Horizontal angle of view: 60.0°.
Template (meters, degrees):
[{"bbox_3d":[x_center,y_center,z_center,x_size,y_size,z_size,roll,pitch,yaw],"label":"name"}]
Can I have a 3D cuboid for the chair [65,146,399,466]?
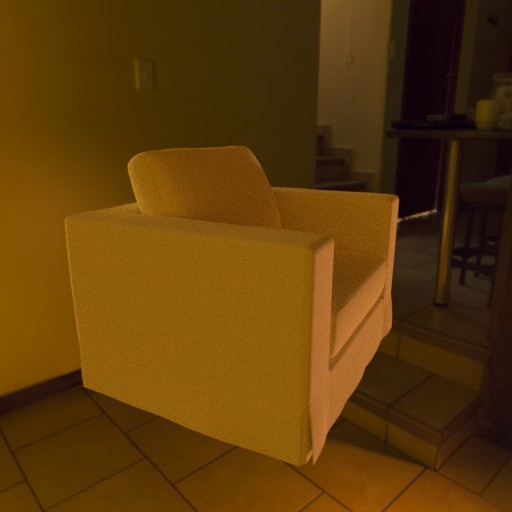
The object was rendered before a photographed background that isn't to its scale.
[{"bbox_3d":[0.000,0.000,1.850,0.957,0.878,1.150,8,18,27],"label":"chair"}]
